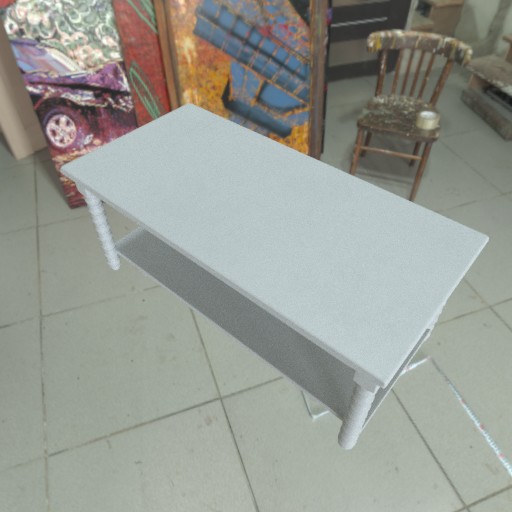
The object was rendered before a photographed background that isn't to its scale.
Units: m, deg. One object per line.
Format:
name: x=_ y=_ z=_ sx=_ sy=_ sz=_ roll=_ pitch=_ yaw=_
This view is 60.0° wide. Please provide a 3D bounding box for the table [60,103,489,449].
table: x=0.000 y=0.000 z=1.477 sx=1.171 sy=0.487 sz=0.580 roll=31 pitch=54 yaw=27
